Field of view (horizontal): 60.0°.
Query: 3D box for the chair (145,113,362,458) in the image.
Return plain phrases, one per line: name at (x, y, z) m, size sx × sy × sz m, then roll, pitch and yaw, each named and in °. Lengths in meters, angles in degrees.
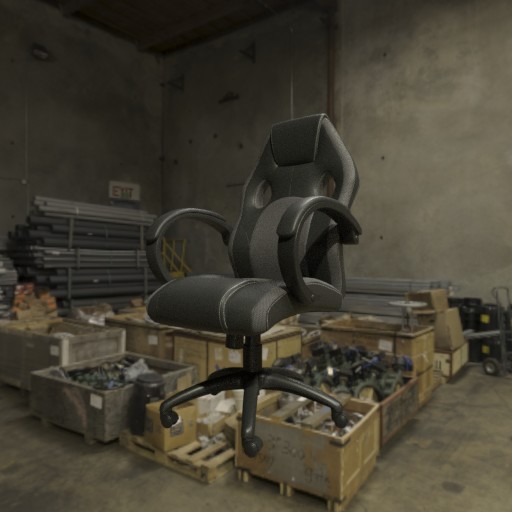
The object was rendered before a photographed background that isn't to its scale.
chair at (0.000, 0.000, 1.657) m, size 0.673 × 1.187 × 0.724 m, roll 0°, pitch 0°, yaw 37°
